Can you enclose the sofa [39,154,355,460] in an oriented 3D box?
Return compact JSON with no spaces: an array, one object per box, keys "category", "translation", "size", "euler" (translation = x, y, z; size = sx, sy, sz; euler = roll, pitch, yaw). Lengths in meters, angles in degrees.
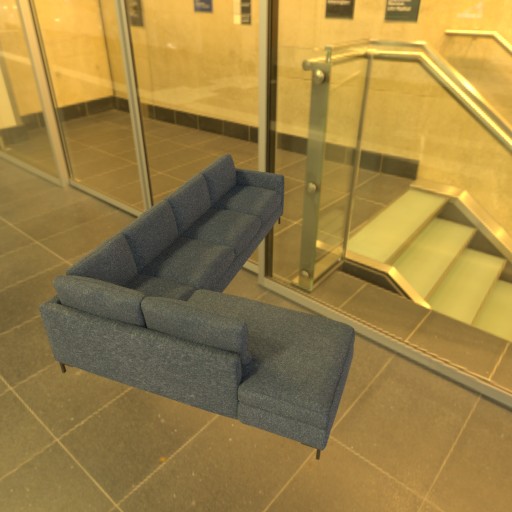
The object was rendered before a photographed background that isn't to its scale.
[{"category":"sofa","translation":[0.000,0.000,3.887],"size":[2.007,0.815,2.949],"euler":[11,33,18]}]
